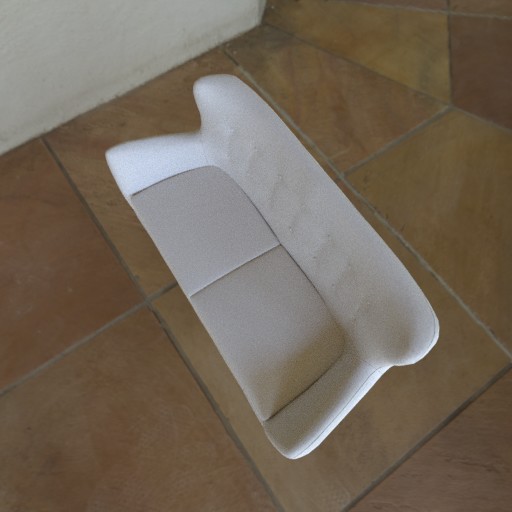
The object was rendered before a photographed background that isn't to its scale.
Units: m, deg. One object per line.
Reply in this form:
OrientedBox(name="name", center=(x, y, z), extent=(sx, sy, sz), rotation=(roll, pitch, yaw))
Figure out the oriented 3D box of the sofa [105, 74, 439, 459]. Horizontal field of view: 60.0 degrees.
OrientedBox(name="sofa", center=(0.000, 0.000, 2.452), extent=(0.899, 0.890, 1.930), rotation=(-30, 69, -13))
